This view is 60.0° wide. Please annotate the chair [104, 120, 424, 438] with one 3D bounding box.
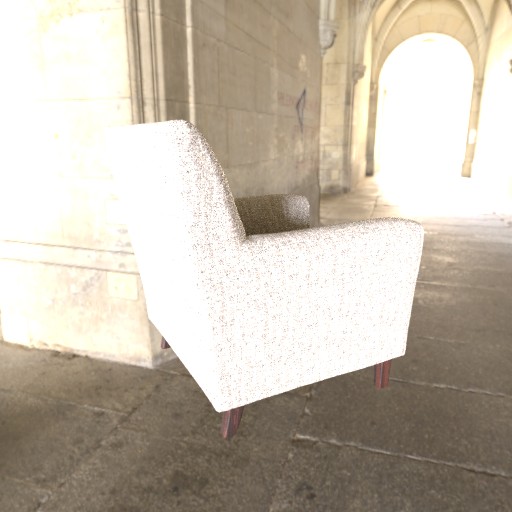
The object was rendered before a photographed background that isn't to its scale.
[{"bbox_3d":[0.000,0.000,1.640,0.873,0.928,0.864,-8,17,-27],"label":"chair"}]
